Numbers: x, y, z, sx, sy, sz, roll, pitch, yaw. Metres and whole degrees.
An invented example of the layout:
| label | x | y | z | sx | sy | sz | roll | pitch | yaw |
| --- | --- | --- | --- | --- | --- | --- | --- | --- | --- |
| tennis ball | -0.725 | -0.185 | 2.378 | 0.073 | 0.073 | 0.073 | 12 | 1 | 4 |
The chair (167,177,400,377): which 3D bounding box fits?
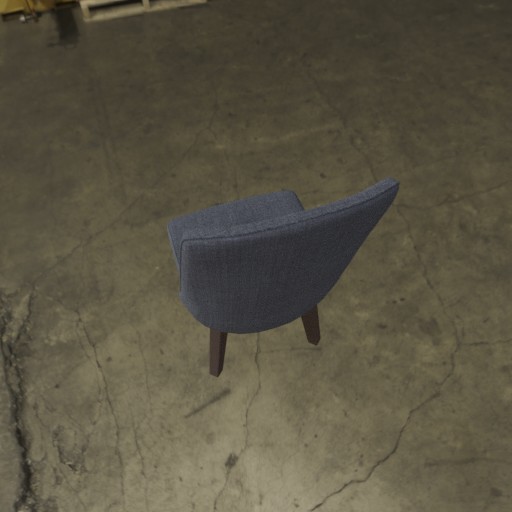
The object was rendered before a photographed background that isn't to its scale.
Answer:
| label | x | y | z | sx | sy | sz | roll | pitch | yaw |
| --- | --- | --- | --- | --- | --- | --- | --- | --- | --- |
| chair | 0.000 | 0.000 | 1.350 | 0.510 | 1.050 | 0.577 | -16 | 58 | -10 |
